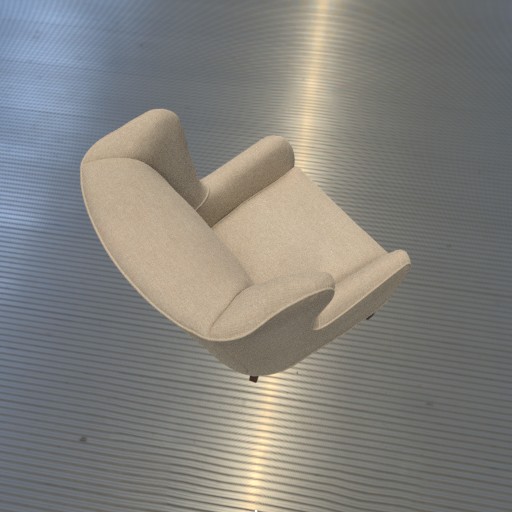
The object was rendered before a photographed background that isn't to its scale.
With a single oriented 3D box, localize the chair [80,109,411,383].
[{"bbox_3d":[0.000,0.000,1.748,0.966,1.040,0.838,-33,65,-17],"label":"chair"}]
